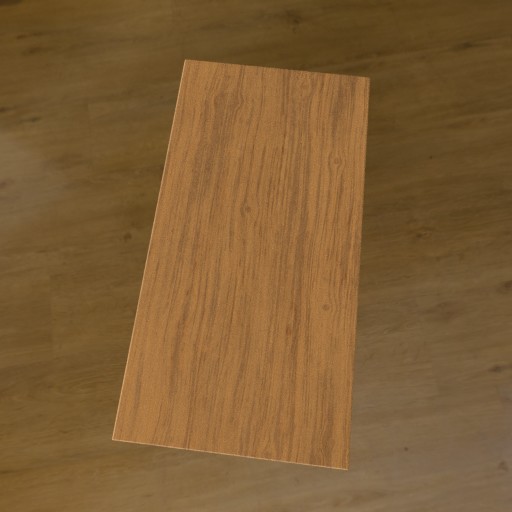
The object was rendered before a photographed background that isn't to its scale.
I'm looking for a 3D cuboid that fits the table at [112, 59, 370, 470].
[{"bbox_3d":[0.000,0.000,1.672,0.693,0.445,1.331,6,74,2],"label":"table"}]
